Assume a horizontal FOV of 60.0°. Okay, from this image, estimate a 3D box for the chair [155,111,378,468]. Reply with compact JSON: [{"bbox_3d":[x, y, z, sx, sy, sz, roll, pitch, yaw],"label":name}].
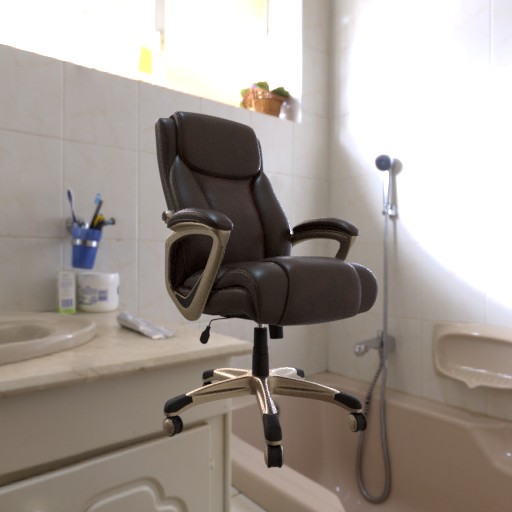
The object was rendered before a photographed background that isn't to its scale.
[{"bbox_3d":[0.000,0.000,1.639,0.692,1.194,0.749,0,0,-37],"label":"chair"}]
